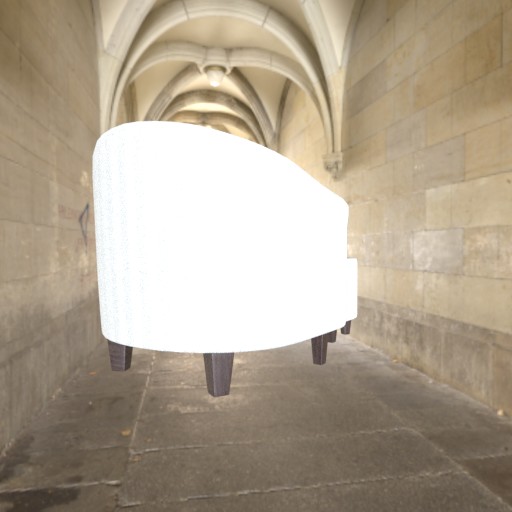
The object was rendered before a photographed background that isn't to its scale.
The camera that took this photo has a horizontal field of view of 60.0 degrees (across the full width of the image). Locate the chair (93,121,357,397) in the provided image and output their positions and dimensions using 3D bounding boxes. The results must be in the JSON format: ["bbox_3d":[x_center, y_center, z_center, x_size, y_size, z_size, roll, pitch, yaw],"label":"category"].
[{"bbox_3d":[0.000,0.000,1.750,0.756,0.757,1.288,1,1,36],"label":"chair"}]
